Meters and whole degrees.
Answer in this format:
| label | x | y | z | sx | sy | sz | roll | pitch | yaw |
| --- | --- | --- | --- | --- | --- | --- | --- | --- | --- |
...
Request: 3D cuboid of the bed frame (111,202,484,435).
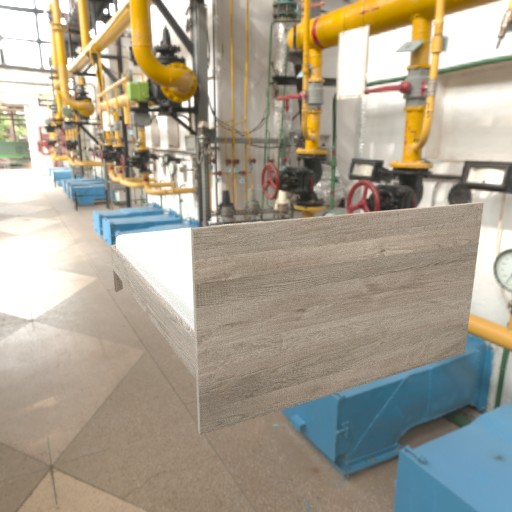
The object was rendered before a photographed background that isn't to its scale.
| label | x | y | z | sx | sy | sz | roll | pitch | yaw |
| --- | --- | --- | --- | --- | --- | --- | --- | --- | --- |
| bed frame | 0.000 | 0.000 | 2.765 | 1.490 | 0.800 | 1.950 | -7 | 16 | -27 |
